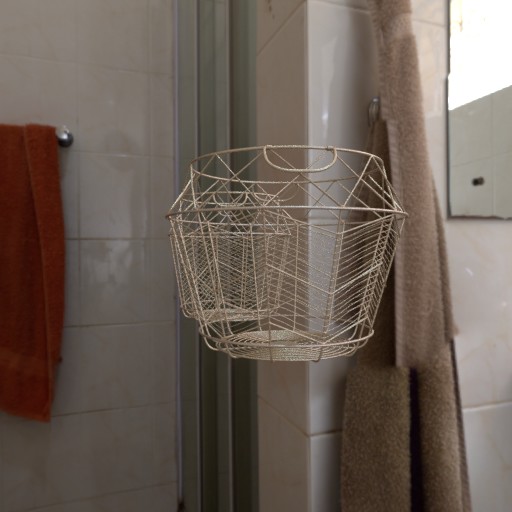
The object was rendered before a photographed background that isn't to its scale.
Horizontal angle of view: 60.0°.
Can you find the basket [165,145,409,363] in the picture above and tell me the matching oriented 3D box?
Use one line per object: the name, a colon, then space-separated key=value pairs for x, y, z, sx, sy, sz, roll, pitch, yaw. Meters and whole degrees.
basket: x=0.000 y=0.000 z=1.021 sx=0.451 sy=0.343 sz=0.805 roll=0 pitch=1 yaw=-18
